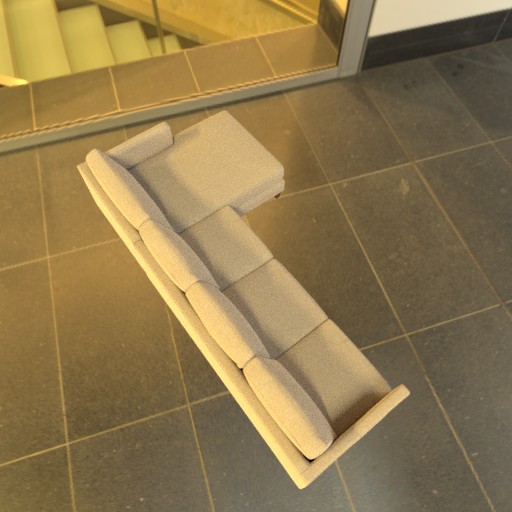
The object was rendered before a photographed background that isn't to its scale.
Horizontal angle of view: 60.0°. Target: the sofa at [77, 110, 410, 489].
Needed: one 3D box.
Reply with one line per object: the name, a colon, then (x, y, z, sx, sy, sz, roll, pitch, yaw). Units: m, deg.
sofa: (0.000, 0.000, 3.770, 1.625, 0.861, 3.186, -34, 66, -17)
